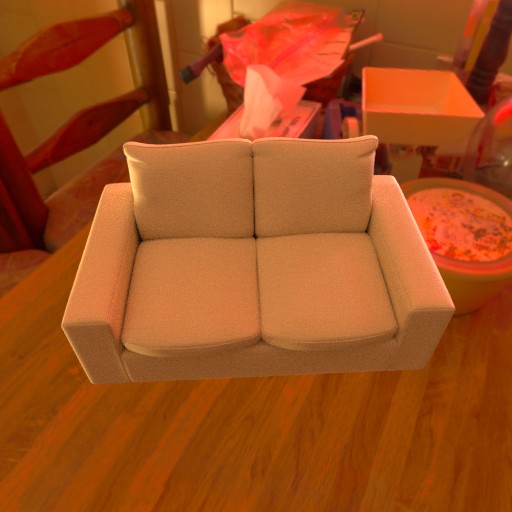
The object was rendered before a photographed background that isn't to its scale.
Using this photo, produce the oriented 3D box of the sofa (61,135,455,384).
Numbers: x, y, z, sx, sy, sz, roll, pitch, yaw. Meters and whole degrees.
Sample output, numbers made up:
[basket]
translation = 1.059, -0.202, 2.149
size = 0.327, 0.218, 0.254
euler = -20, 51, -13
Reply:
[sofa]
translation = 0.000, 0.000, 2.353
size = 1.754, 0.875, 1.091
euler = -2, 45, -2
